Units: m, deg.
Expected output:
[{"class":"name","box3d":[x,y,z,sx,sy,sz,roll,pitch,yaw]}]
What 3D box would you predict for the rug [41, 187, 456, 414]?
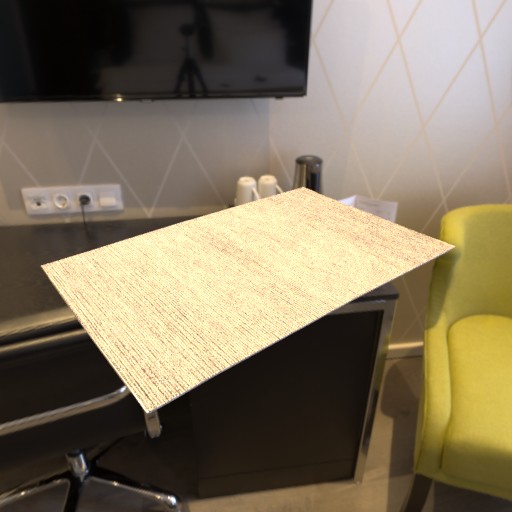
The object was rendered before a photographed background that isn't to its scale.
[{"class":"rug","box3d":[0.000,0.000,2.239,1.773,0.021,1.149,-21,35,-33]}]
